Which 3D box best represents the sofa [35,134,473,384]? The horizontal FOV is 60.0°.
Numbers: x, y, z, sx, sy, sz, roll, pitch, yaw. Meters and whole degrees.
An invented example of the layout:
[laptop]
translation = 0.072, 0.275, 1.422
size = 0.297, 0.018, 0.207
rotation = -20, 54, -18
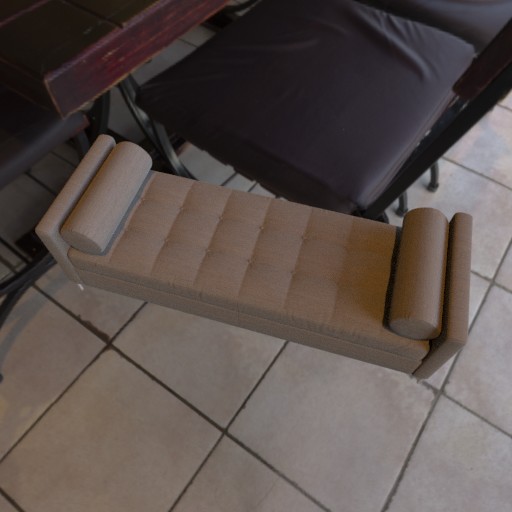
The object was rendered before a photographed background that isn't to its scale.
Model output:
[sofa]
translation = 0.000, 0.000, 2.354
size = 1.981, 0.635, 0.686
rotation = 14, 59, 9
